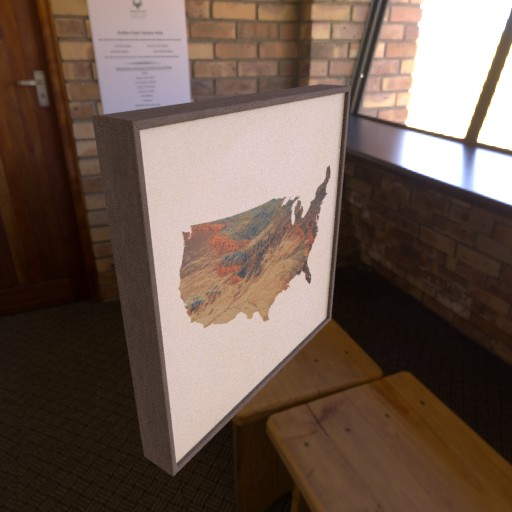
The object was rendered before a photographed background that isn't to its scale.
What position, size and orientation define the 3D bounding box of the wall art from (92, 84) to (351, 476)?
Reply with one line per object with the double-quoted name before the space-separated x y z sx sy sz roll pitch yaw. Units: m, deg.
"wall art" 0.000 0.000 0.445 0.038 0.302 0.303 17 30 32
